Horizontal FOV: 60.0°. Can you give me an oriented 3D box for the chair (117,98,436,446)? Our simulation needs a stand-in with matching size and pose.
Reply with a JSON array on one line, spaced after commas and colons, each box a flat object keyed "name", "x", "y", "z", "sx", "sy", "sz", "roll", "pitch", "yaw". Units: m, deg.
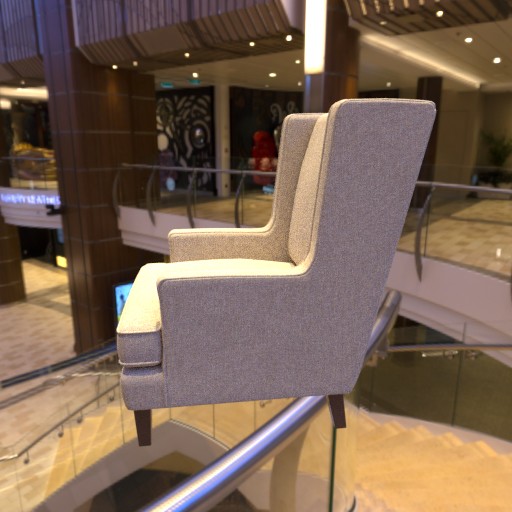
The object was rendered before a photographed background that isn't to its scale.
[{"name": "chair", "x": 0.000, "y": 0.000, "z": 1.691, "sx": 0.948, "sy": 1.082, "sz": 0.764, "roll": -2, "pitch": 15, "yaw": -8}]
